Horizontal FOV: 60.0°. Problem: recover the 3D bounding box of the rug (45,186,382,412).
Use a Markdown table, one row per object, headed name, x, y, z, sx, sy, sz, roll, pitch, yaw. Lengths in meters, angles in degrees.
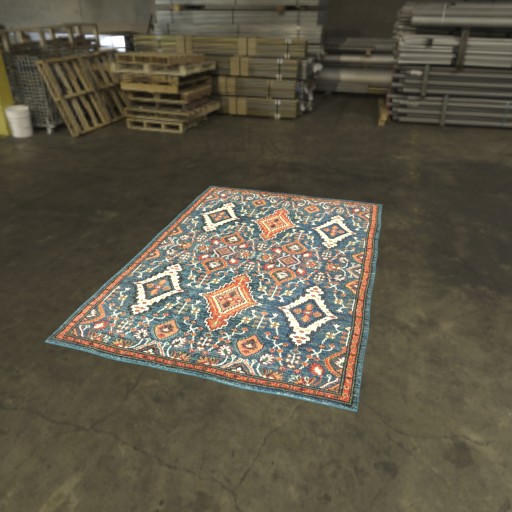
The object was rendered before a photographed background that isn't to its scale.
| name | x | y | z | sx | sy | sz | roll | pitch | yaw |
| --- | --- | --- | --- | --- | --- | --- | --- | --- | --- |
| rug | 0.000 | 0.000 | 3.088 | 1.622 | 0.009 | 2.373 | 8 | 31 | 14 |
